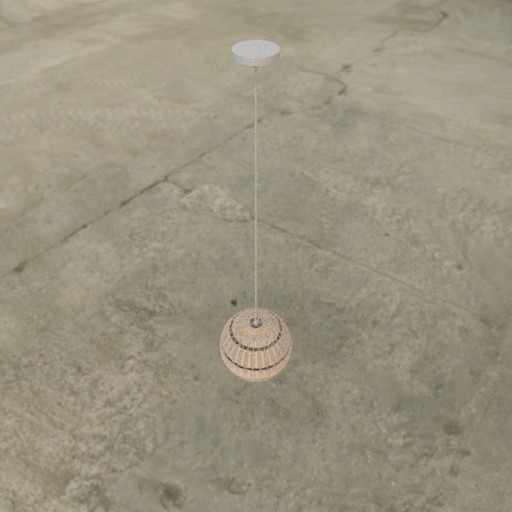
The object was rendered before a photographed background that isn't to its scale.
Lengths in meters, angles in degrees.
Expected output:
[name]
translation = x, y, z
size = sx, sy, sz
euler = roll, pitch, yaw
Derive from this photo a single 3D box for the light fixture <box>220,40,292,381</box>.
[light fixture]
translation = 0.000, 0.000, 2.240
size = 0.457, 2.019, 0.457
euler = -18, 48, -17
